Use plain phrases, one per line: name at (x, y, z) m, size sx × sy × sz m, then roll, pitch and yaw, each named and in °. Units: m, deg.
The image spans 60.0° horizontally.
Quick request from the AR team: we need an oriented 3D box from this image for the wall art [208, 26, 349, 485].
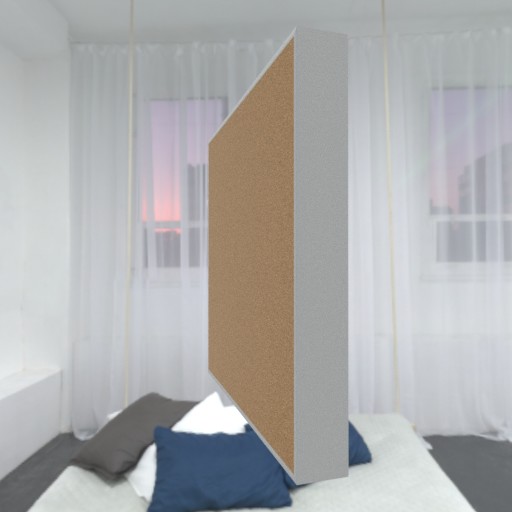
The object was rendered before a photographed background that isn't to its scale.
wall art at (0.000, 0.000, 0.445) m, size 0.038 × 0.304 × 0.305 m, roll 0°, pitch 0°, yaw -17°
